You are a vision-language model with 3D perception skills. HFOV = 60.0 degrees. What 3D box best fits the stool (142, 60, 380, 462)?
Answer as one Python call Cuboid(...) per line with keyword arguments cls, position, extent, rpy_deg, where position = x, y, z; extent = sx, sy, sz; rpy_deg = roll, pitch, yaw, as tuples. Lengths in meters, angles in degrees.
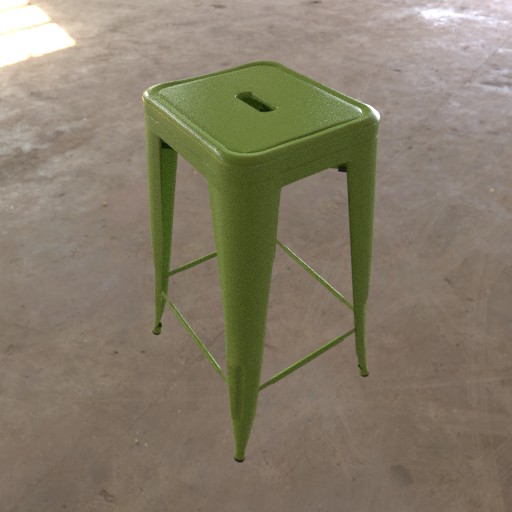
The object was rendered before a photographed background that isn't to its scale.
Cuboid(cls="stool", position=(0.000, 0.000, 0.846), extent=(0.358, 0.609, 0.398), rpy_deg=(-25, 47, -25))
